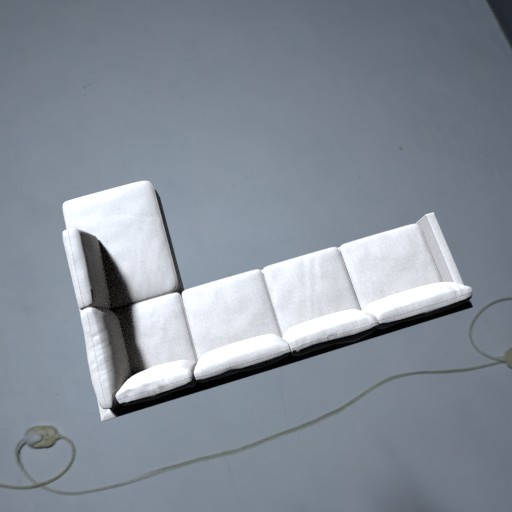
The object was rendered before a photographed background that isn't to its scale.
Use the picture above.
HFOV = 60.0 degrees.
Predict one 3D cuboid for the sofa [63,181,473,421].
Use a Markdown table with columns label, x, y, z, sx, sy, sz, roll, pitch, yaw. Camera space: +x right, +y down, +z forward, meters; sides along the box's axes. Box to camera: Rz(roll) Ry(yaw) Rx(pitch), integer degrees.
| label | x | y | z | sx | sy | sz | roll | pitch | yaw |
| --- | --- | --- | --- | --- | --- | --- | --- | --- | --- |
| sofa | 0.000 | 0.000 | 4.209 | 3.331 | 0.964 | 2.077 | -16 | 77 | -4 |
